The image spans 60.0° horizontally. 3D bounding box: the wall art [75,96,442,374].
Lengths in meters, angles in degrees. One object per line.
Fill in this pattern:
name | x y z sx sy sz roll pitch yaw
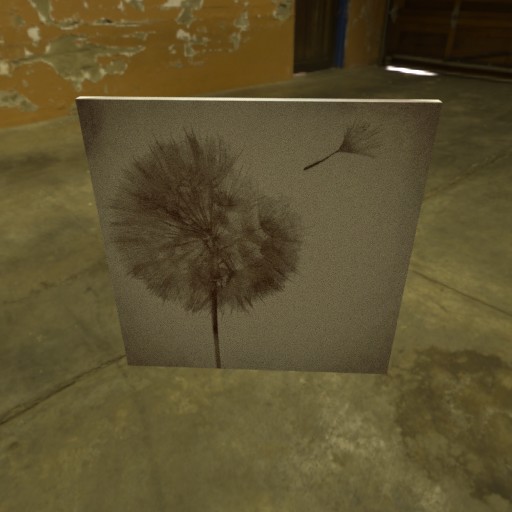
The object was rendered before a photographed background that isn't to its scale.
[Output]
wall art | 0.000 0.000 1.122 0.762 0.762 0.027 1 30 2
